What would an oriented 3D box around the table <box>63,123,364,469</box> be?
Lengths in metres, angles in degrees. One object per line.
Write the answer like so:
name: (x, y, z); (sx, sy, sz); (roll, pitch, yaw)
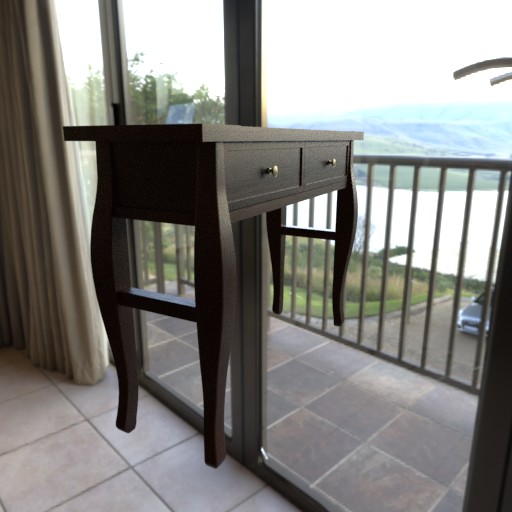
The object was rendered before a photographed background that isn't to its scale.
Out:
table: (0.000, 0.000, 1.402); (0.373, 0.768, 1.062); (8, 17, 27)
